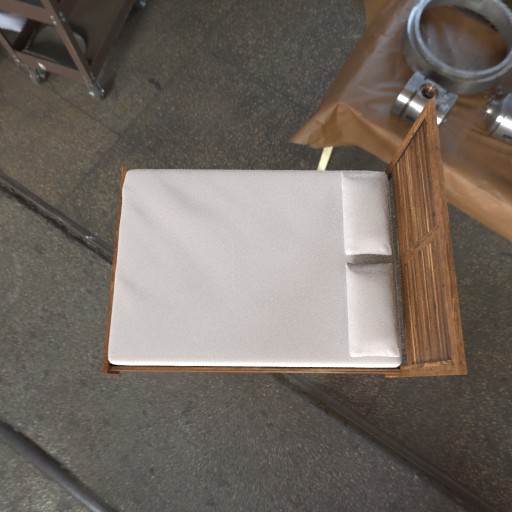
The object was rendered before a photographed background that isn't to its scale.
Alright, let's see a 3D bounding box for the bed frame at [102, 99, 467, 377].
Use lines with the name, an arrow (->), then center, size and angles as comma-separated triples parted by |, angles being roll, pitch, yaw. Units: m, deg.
bed frame -> 0.000, 0.000, 3.280 | 2.276, 1.417, 1.696 | 0, 74, 0
